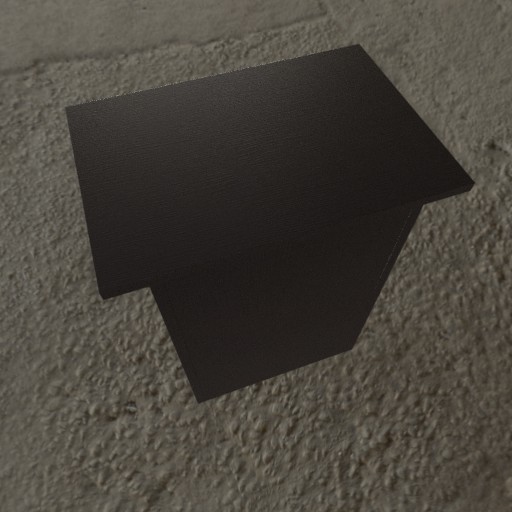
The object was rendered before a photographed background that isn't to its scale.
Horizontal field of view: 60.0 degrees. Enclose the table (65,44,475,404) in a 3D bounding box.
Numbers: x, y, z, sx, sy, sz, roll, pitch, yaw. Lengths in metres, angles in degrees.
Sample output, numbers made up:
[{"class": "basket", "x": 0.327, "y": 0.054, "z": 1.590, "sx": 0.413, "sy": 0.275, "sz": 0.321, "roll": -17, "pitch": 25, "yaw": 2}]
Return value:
[{"class": "table", "x": 0.000, "y": 0.000, "z": 1.048, "sx": 0.589, "sy": 0.711, "sz": 0.408, "roll": -17, "pitch": 59, "yaw": -11}]
